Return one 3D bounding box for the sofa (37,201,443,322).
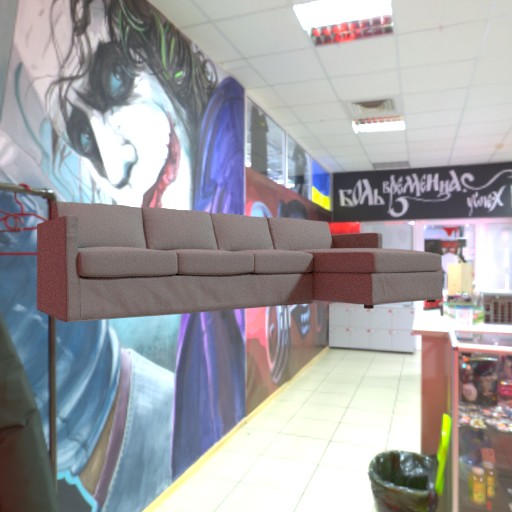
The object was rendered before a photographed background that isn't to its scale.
[{"bbox_3d":[0.000,0.000,3.831,3.177,0.867,1.622,0,-1,-37],"label":"sofa"}]
